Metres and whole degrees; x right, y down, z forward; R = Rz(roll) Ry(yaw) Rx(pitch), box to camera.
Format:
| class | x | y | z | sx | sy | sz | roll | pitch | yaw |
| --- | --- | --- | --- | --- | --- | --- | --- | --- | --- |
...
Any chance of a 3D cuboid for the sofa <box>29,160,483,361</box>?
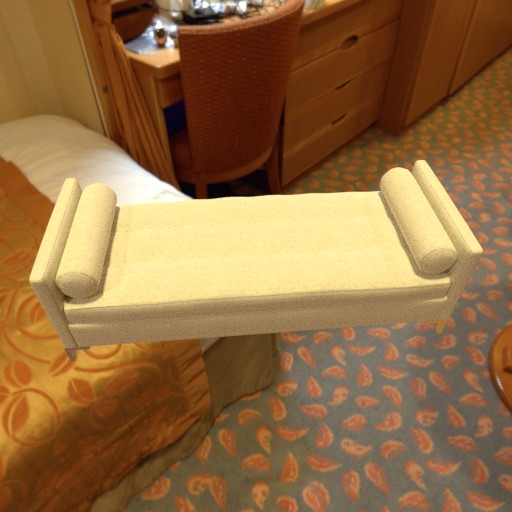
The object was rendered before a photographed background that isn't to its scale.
| class | x | y | z | sx | sy | sz | roll | pitch | yaw |
| --- | --- | --- | --- | --- | --- | --- | --- | --- | --- |
| sofa | 0.000 | 0.000 | 2.498 | 2.102 | 0.655 | 0.797 | -4 | 45 | -4 |
